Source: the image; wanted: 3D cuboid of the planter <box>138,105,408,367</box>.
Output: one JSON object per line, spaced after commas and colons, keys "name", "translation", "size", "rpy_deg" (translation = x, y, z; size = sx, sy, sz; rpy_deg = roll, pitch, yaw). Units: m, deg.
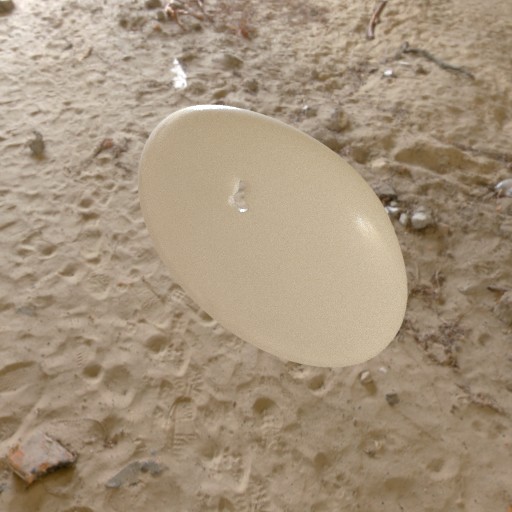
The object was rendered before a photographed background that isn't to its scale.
{"name": "planter", "translation": [0.000, 0.000, 0.271], "size": [0.185, 0.188, 0.043], "rpy_deg": [25, 51, 22]}
